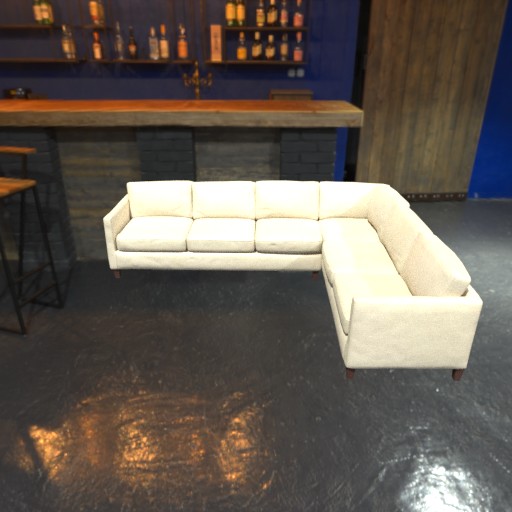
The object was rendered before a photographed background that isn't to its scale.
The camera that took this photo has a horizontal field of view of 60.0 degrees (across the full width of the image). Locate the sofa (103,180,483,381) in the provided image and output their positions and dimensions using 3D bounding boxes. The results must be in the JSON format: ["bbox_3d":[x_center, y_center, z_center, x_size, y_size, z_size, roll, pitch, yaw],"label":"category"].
[{"bbox_3d":[0.000,0.000,4.396,3.302,0.947,2.593,1,25,1],"label":"sofa"}]
